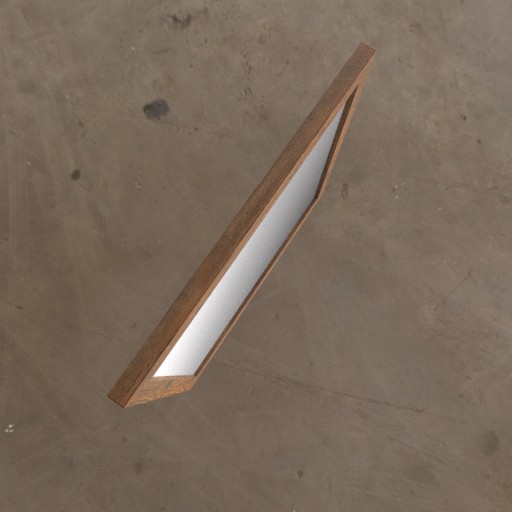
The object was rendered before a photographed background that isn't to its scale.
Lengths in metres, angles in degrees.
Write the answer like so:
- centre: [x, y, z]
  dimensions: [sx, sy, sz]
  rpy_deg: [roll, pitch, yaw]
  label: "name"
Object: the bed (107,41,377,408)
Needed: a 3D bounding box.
- centre: [0.000, 0.000, 1.479]
  dimensions: [0.046, 0.942, 1.046]
  rpy_deg: [33, 78, 8]
  label: "bed"
